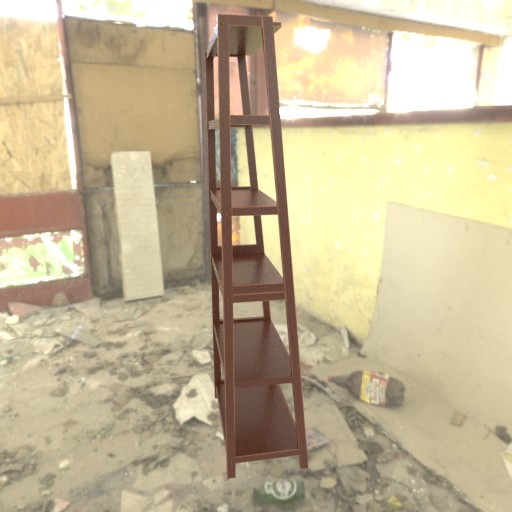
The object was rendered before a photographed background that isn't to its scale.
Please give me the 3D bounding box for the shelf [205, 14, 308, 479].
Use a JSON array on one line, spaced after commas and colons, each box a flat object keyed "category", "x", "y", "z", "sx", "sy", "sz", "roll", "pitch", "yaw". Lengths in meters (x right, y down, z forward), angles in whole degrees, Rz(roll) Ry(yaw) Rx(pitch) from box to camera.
[{"category": "shelf", "x": 0.000, "y": 0.000, "z": 2.090, "sx": 0.381, "sy": 1.892, "sz": 0.660, "roll": -3, "pitch": 16, "yaw": -10}]
